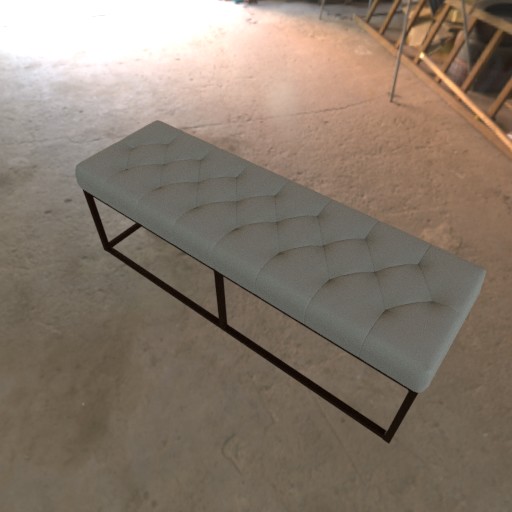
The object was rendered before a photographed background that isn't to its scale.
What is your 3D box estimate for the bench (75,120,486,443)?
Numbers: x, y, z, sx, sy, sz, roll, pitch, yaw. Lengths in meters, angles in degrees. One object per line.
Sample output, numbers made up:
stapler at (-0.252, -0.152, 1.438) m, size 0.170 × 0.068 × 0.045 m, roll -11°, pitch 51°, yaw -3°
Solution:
bench at (0.000, 0.000, 1.718) m, size 1.488 × 0.488 × 0.479 m, roll 29°, pitch 53°, yaw 25°
